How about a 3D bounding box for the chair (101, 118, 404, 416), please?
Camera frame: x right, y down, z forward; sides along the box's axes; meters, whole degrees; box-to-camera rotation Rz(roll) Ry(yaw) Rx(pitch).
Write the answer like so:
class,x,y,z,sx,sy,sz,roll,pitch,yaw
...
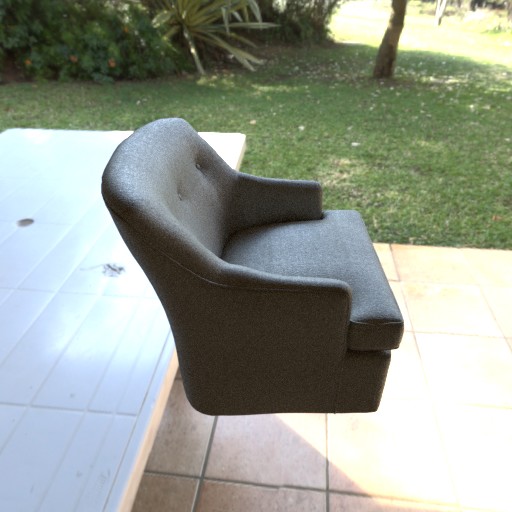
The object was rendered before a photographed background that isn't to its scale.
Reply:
class,x,y,z,sx,sy,sz,roll,pitch,yaw
chair,0.000,0.000,1.642,0.923,0.856,0.864,0,32,1
